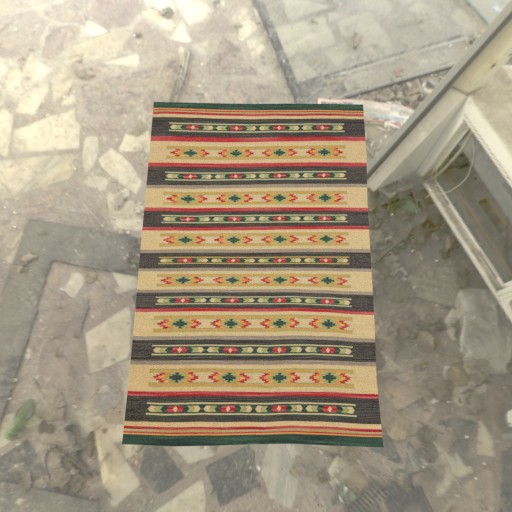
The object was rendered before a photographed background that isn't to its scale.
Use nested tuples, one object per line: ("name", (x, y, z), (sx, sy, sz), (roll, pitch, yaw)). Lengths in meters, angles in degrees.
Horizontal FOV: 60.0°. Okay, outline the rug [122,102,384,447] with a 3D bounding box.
("rug", (0.000, 0.000, 2.889), (1.522, 0.010, 2.311), (1, 74, 0))
